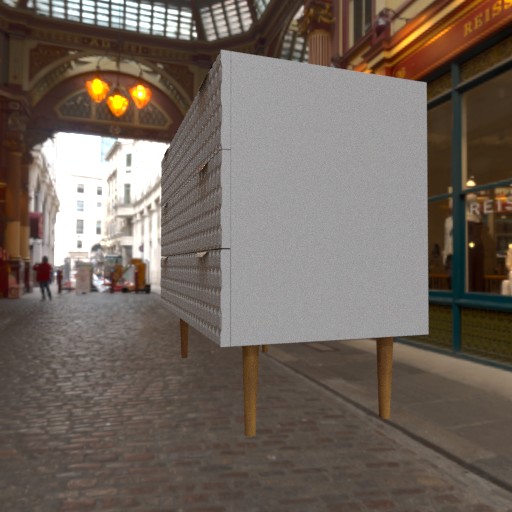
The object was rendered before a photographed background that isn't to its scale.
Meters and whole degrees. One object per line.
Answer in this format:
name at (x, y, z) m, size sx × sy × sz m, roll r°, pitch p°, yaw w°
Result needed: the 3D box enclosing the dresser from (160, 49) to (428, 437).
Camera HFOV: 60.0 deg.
dresser at (0.000, 0.000, 1.287) m, size 0.457 × 0.721 × 0.905 m, roll 0°, pitch -1°, yaw -19°
